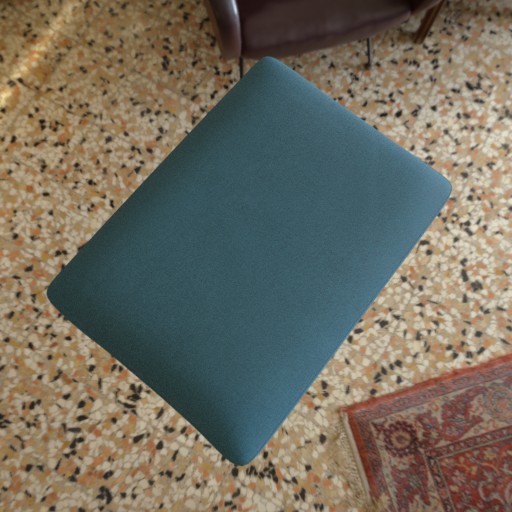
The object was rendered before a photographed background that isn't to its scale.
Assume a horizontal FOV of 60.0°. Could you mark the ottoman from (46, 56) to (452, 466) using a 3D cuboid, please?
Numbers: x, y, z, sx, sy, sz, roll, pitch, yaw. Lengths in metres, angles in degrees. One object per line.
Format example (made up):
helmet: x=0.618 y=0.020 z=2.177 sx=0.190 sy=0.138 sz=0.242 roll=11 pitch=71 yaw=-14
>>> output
ottoman: x=0.000 y=0.000 z=1.073 sx=0.549 sy=0.428 sz=0.749 roll=38 pitch=79 yaw=9
